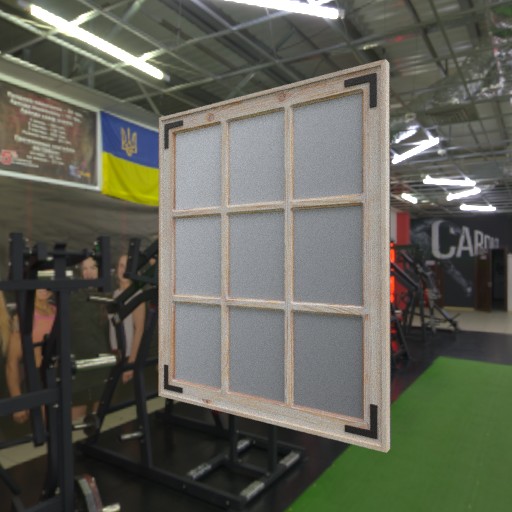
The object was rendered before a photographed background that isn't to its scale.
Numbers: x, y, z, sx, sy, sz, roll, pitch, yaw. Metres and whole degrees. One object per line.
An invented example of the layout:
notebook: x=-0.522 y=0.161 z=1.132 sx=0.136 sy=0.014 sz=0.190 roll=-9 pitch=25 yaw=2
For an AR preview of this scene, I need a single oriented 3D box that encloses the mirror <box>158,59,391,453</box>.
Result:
mirror: x=0.000 y=0.000 z=1.213 sx=0.730 sy=0.882 sz=0.032 roll=0 pitch=0 yaw=35
